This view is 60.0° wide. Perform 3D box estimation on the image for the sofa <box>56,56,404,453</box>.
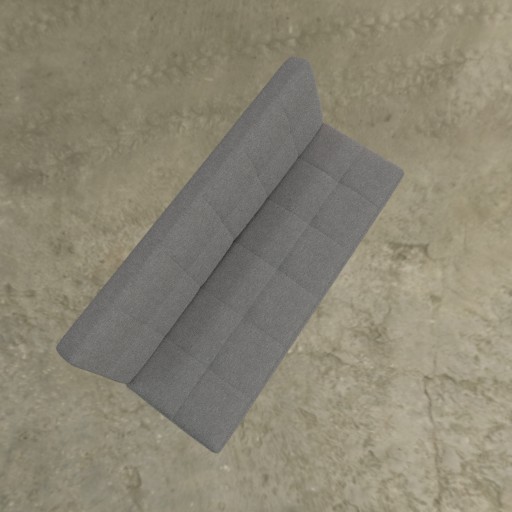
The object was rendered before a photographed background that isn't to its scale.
[{"bbox_3d":[0.000,0.000,2.308,0.820,0.770,1.820,34,77,9],"label":"sofa"}]
